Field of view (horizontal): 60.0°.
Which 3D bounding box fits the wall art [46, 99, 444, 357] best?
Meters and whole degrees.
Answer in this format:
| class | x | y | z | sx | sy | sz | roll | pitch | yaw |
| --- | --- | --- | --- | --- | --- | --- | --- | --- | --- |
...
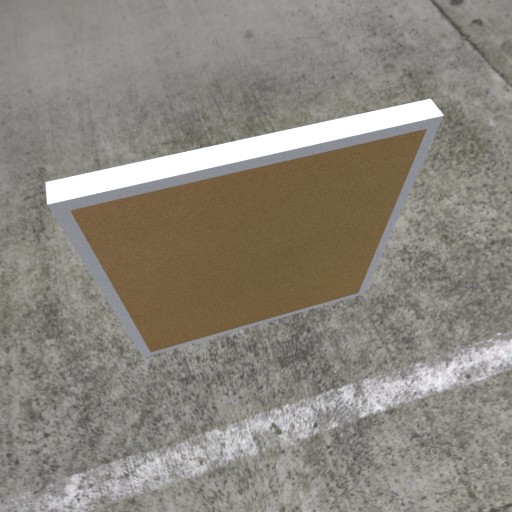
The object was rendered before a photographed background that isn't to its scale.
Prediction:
| class | x | y | z | sx | sy | sz | roll | pitch | yaw |
| --- | --- | --- | --- | --- | --- | --- | --- | --- | --- |
| wall art | 0.000 | 0.000 | 0.767 | 0.508 | 0.507 | 0.035 | -15 | 59 | -9 |
